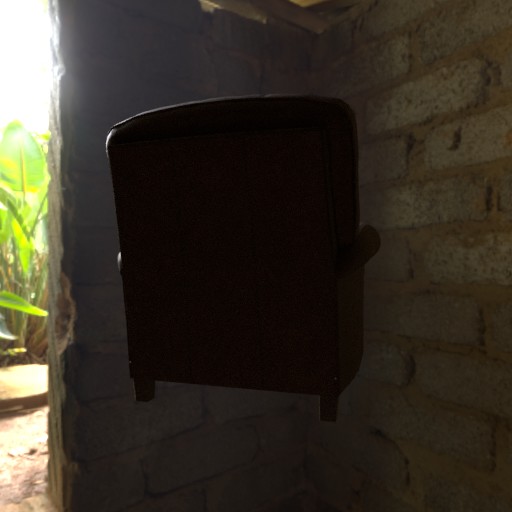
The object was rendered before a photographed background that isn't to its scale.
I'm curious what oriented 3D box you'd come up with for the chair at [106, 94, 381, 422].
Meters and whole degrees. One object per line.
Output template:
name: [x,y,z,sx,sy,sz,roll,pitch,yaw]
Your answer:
chair: [0.000,0.000,1.748,0.936,1.018,0.986,0,0,17]
